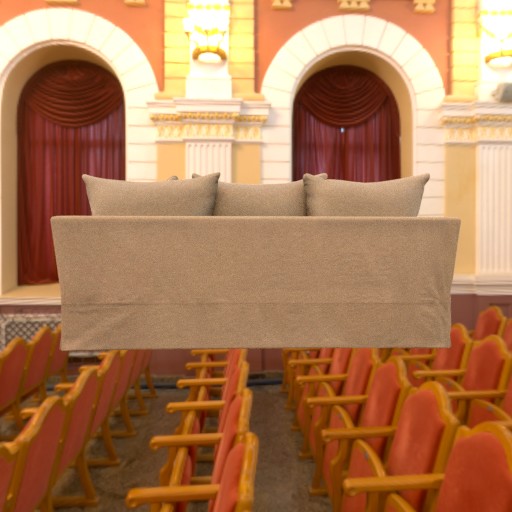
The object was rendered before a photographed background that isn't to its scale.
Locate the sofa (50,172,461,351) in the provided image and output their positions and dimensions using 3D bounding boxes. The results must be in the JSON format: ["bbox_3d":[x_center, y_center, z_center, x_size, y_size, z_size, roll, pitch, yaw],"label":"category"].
[{"bbox_3d":[0.000,0.000,2.939,2.290,1.034,1.031,0,0,-2],"label":"sofa"}]
